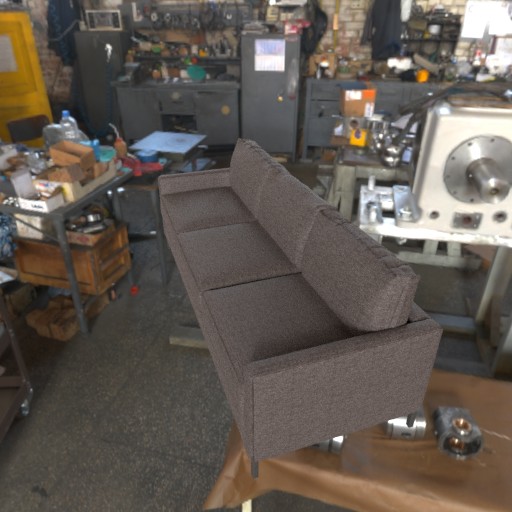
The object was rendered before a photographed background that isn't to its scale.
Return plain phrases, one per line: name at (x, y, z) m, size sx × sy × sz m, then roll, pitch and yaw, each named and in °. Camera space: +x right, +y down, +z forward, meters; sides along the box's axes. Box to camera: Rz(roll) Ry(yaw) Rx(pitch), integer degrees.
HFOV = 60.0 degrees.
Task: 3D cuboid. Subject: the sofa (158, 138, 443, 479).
sofa at (0.000, 0.000, 2.694) m, size 0.876 × 0.882 × 2.253 m, roll -10°, pitch 32°, yaw -17°
